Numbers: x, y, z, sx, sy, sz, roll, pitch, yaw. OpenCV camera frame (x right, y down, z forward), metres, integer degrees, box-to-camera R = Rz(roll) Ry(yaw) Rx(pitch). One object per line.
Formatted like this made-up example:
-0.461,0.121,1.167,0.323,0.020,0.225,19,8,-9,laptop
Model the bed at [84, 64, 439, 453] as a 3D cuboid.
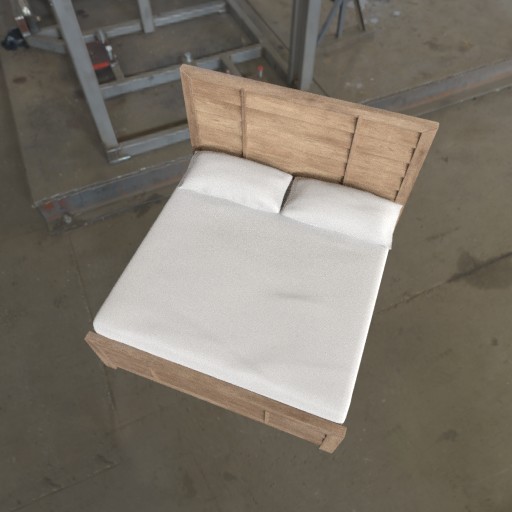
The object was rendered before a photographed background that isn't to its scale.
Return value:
0.000,0.000,3.511,2.032,1.626,2.062,17,58,11,bed
